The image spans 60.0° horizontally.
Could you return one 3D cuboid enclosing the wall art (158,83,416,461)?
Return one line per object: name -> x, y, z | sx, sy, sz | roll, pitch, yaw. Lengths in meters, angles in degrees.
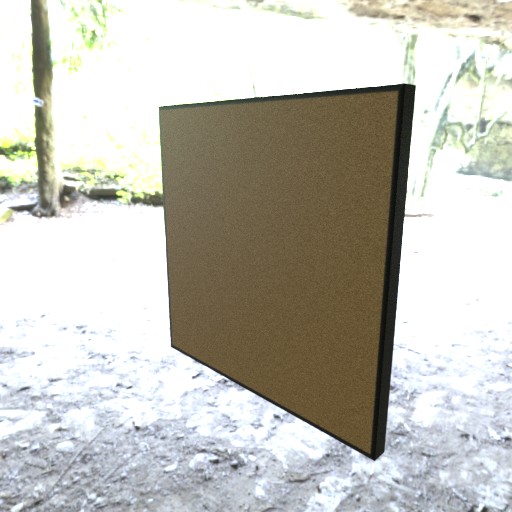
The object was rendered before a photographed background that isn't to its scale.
wall art -> 0.000, 0.000, 0.758 | 0.028, 0.511, 0.513 | -14, 20, -43
